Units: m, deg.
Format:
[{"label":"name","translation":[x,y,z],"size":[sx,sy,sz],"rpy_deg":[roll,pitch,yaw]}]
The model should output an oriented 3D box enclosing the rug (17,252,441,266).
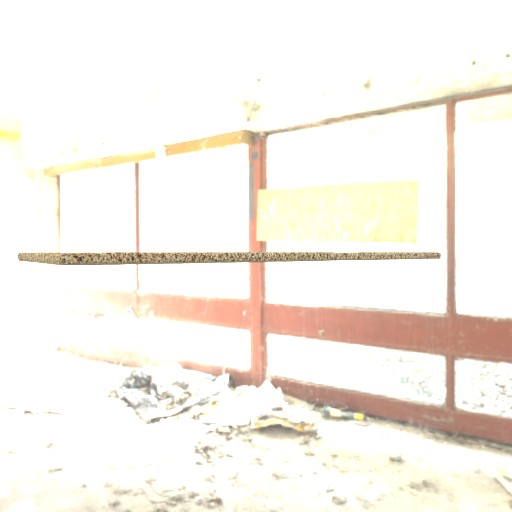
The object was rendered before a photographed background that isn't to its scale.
[{"label":"rug","translation":[0.000,0.000,1.676],"size":[1.524,0.030,0.609],"rpy_deg":[0,1,-36]}]
